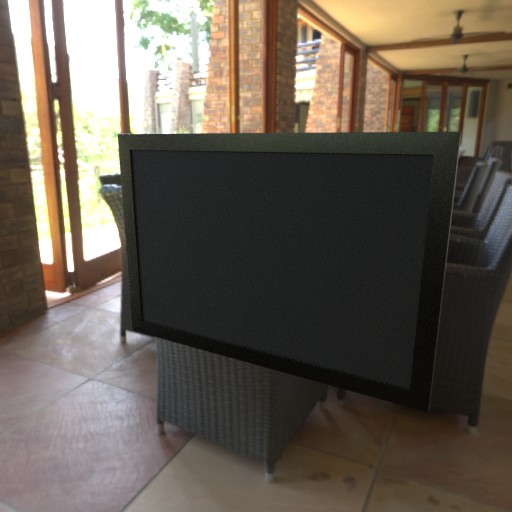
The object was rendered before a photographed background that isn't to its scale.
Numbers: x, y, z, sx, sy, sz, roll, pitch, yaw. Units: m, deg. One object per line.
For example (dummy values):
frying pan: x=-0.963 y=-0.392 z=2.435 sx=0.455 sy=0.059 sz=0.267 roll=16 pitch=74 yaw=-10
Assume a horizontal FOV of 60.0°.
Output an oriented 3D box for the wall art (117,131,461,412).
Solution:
wall art: x=0.000 y=0.000 z=0.836 sx=0.660 sy=0.447 sz=0.013 roll=8 pitch=17 yaw=28
